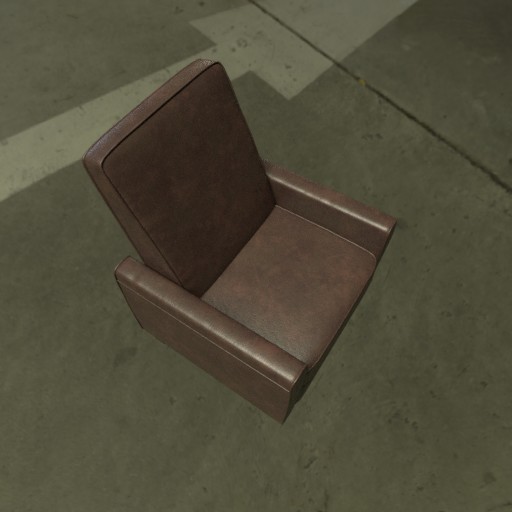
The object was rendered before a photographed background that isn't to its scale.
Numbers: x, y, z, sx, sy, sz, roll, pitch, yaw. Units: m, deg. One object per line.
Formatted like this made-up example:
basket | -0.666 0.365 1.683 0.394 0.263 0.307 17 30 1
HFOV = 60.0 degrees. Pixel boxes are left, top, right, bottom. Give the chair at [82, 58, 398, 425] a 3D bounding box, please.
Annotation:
chair | 0.000 0.000 1.534 0.746 1.013 0.705 30 63 17
